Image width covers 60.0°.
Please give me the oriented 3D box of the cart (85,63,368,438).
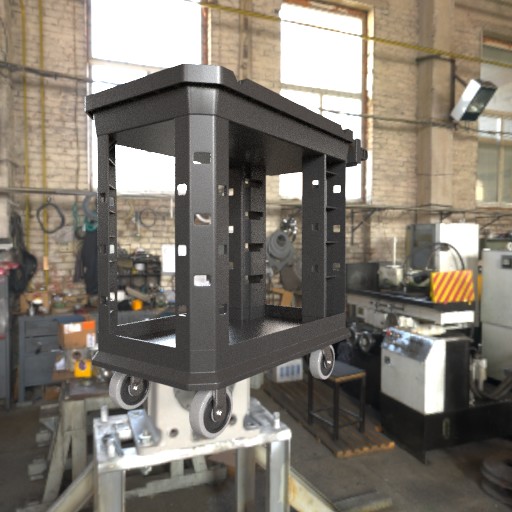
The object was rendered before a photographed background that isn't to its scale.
[{"bbox_3d":[0.000,0.000,1.531,0.497,0.884,1.061,1,2,36],"label":"cart"}]
